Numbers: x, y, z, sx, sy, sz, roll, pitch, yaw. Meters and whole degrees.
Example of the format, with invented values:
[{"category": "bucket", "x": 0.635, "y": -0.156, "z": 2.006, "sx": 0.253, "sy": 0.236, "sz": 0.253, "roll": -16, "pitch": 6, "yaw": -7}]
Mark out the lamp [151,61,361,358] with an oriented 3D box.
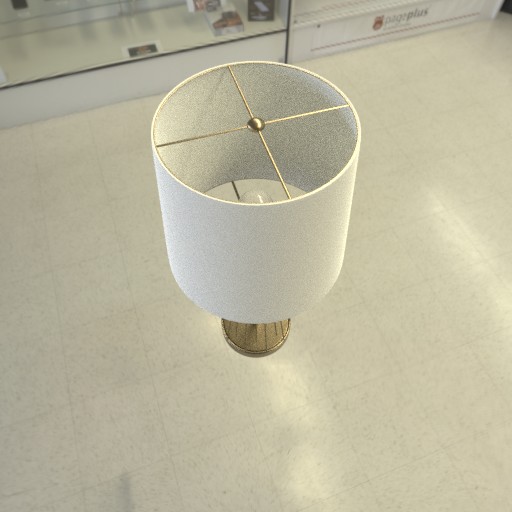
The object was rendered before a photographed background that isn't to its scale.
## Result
[{"category": "lamp", "x": 0.000, "y": 0.000, "z": 0.804, "sx": 0.303, "sy": 0.618, "sz": 0.303, "roll": 0, "pitch": 57, "yaw": 0}]
